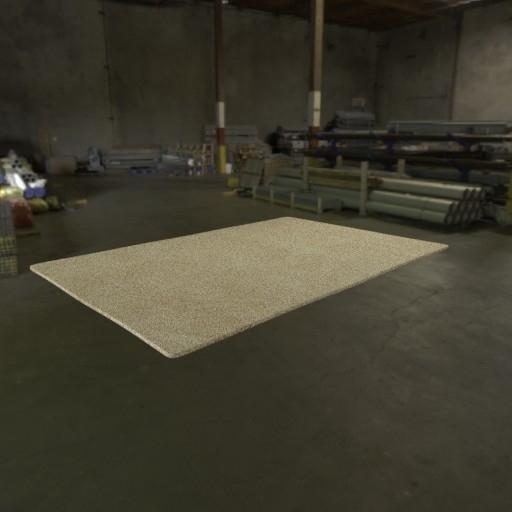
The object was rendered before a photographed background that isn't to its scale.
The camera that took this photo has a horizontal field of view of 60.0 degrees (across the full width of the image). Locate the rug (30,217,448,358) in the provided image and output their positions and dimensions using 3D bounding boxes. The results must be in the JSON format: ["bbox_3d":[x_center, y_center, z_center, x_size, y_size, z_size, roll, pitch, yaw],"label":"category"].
[{"bbox_3d":[0.000,0.000,3.370,2.700,0.024,1.801,-15,21,-42],"label":"rug"}]
